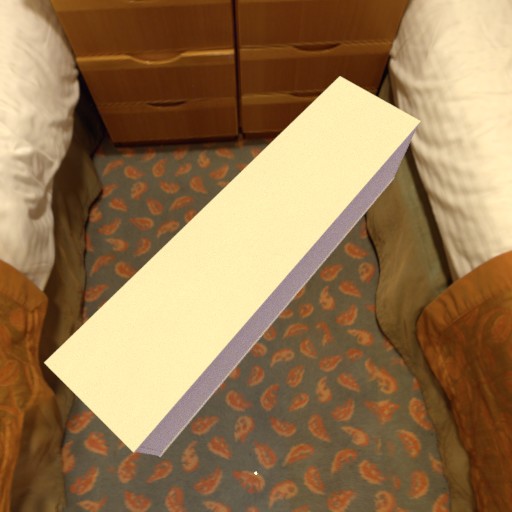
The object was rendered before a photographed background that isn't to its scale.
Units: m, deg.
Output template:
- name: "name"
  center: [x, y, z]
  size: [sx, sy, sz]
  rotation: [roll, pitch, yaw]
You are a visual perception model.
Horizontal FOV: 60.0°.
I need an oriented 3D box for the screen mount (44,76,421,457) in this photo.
- name: "screen mount"
  center: [0.000, 0.000, 1.824]
  size: [0.418, 0.520, 1.600]
  rotation: [37, 69, 16]
